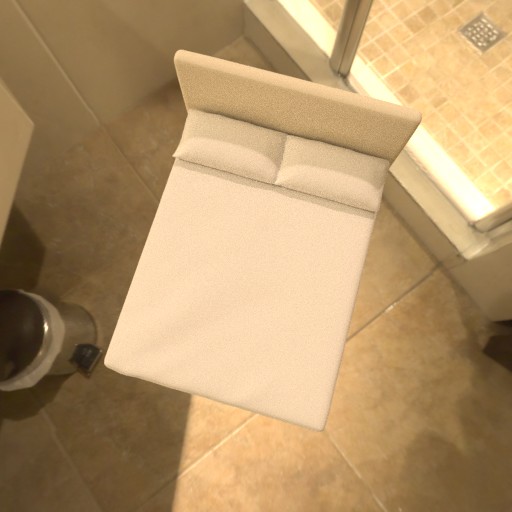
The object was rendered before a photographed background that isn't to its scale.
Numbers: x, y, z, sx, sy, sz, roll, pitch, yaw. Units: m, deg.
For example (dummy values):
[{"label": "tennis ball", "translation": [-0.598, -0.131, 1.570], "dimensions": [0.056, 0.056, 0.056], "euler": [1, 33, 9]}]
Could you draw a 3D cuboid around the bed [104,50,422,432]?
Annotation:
[{"label": "bed", "translation": [0.000, 0.000, 3.249], "dimensions": [1.714, 1.330, 2.147], "euler": [16, 78, 4]}]
